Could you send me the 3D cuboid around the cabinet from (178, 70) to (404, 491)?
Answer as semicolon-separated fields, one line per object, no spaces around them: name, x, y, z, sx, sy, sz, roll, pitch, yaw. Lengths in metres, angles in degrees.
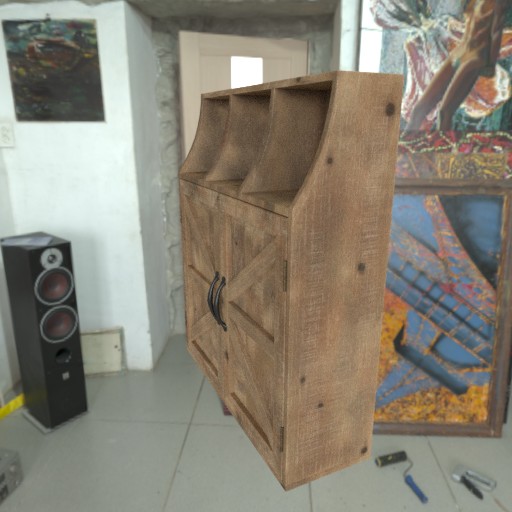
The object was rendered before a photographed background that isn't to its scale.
cabinet;0.000;0.000;0.821;0.184;0.590;0.489;-8;18;-25
